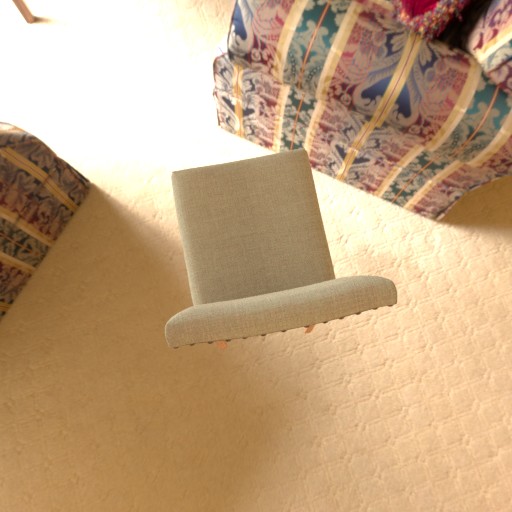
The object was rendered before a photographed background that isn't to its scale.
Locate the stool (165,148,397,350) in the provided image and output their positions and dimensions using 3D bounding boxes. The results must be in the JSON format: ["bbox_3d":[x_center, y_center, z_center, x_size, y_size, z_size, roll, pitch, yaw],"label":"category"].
[{"bbox_3d":[0.000,0.000,1.452,0.445,1.203,0.585,-11,76,-3],"label":"stool"}]
